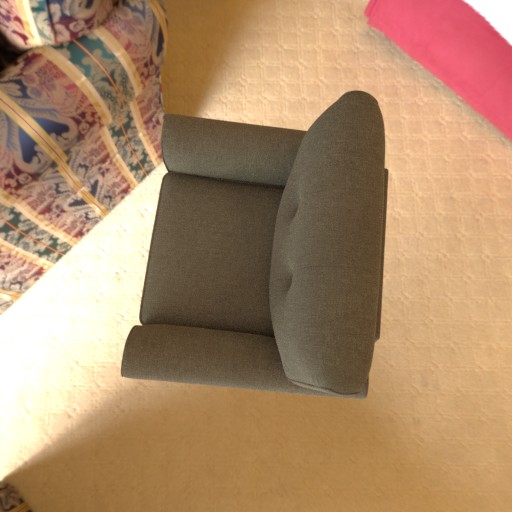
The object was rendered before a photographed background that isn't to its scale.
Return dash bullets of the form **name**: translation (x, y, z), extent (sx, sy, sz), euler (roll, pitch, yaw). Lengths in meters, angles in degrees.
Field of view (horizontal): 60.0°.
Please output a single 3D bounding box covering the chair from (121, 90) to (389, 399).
- **chair**: translation (0.000, 0.000, 1.622), extent (0.816, 0.890, 0.941), euler (6, 77, 1)
